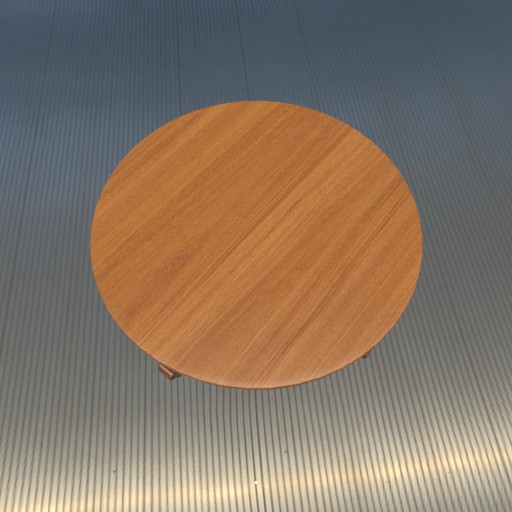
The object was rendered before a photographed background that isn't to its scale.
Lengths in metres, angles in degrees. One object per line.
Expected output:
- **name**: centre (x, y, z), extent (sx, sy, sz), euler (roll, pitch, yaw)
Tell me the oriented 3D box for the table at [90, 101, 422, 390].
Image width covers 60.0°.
- **table**: centre (0.000, 0.000, 1.600), extent (1.029, 0.490, 1.029), euler (0, 63, 0)
